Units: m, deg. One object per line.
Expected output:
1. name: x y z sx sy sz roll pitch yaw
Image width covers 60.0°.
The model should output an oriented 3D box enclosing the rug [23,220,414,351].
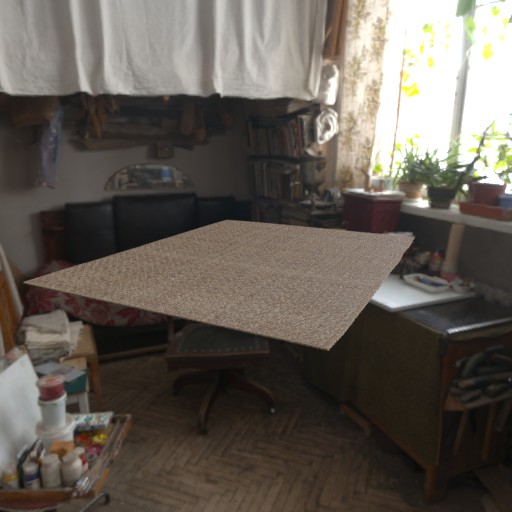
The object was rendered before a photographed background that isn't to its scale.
1. rug: 0.000 0.000 4.114 2.439 0.013 3.048 7 16 26
